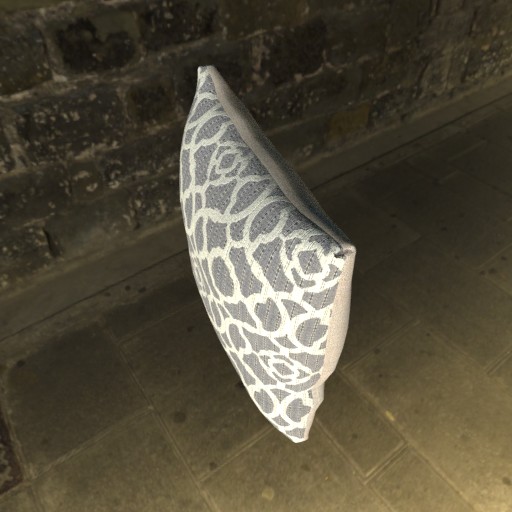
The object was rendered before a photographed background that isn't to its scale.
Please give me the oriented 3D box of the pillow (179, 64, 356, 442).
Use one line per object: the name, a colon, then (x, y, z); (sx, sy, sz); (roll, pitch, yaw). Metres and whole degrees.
pillow: (0.000, 0.000, 0.794); (0.215, 0.498, 0.508); (-16, 48, -15)
